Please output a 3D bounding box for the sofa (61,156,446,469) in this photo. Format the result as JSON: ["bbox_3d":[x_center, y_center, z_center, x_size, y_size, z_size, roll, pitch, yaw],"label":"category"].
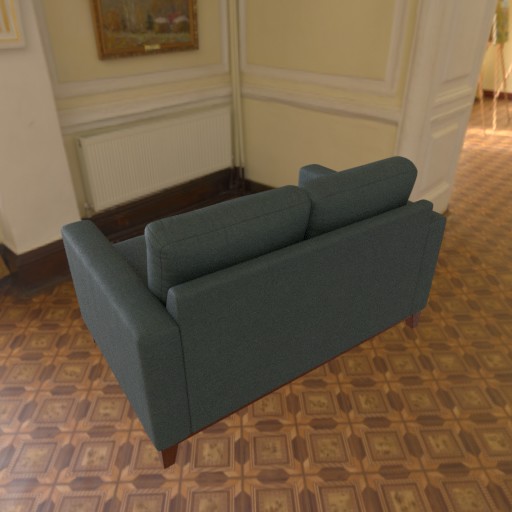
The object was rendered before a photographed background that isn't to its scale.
[{"bbox_3d":[0.000,0.000,2.082,1.489,0.903,0.955,-19,36,-29],"label":"sofa"}]
